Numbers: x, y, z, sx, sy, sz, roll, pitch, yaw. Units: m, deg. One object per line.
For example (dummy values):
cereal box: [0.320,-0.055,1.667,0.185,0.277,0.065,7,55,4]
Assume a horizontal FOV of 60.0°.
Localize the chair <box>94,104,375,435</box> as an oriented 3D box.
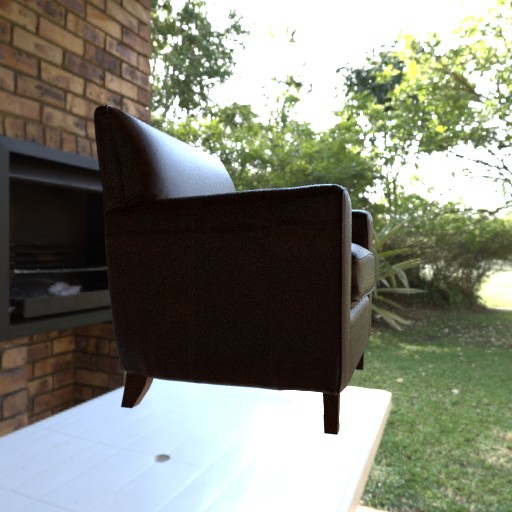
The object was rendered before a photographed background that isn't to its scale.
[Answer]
chair: [0.000,0.000,1.630,0.823,0.943,0.870,0,0,19]
